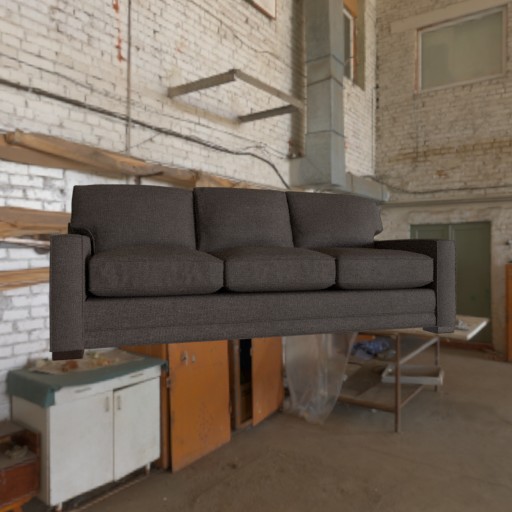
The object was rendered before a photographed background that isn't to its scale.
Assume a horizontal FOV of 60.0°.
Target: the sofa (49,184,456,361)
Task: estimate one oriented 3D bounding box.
[{"bbox_3d":[0.000,0.000,2.903,2.369,0.978,1.004,0,0,-18],"label":"sofa"}]
